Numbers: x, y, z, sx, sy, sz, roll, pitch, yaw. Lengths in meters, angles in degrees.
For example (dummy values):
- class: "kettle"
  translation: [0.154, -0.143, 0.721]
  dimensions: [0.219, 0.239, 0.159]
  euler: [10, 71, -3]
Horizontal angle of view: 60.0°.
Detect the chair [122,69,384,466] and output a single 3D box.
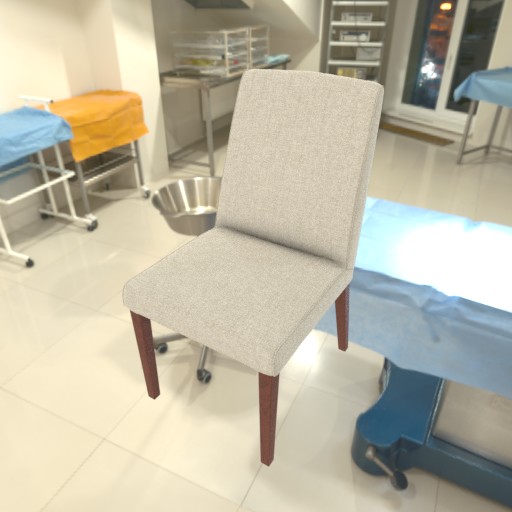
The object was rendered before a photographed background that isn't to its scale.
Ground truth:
- class: "chair"
  translation: [0.000, 0.000, 1.251]
  dimensions: [0.480, 0.900, 0.594]
  euler: [19, 36, 27]
